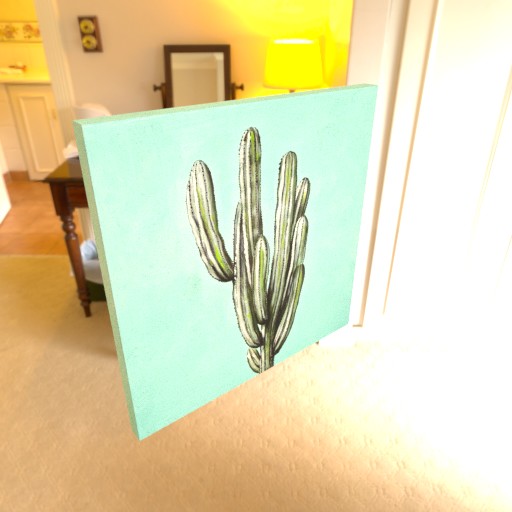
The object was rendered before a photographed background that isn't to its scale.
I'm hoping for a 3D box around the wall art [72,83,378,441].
[{"bbox_3d":[0.000,0.000,0.893,0.603,0.603,0.036,-20,35,-33],"label":"wall art"}]
